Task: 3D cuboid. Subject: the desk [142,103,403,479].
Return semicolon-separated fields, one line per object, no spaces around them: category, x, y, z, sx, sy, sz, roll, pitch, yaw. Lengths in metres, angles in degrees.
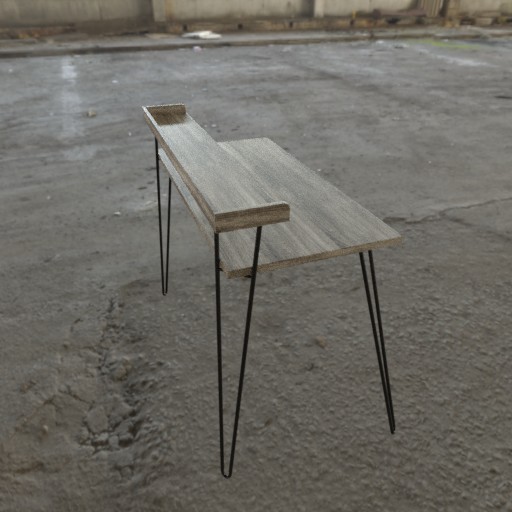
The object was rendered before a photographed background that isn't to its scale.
desk;0.000;0.000;1.631;0.605;0.899;1.135;-11;33;-17
